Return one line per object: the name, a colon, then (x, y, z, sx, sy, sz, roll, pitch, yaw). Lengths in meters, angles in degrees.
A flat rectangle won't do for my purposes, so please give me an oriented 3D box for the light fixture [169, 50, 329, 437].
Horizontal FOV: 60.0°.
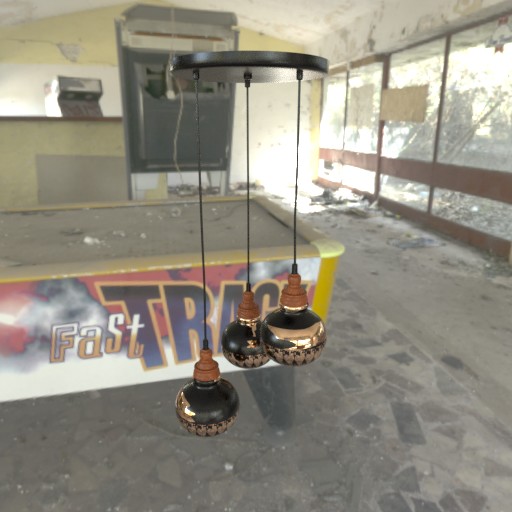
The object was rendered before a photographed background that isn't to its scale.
light fixture: (0.000, 0.000, 1.754, 0.605, 1.410, 0.608, 7, 18, 23)
